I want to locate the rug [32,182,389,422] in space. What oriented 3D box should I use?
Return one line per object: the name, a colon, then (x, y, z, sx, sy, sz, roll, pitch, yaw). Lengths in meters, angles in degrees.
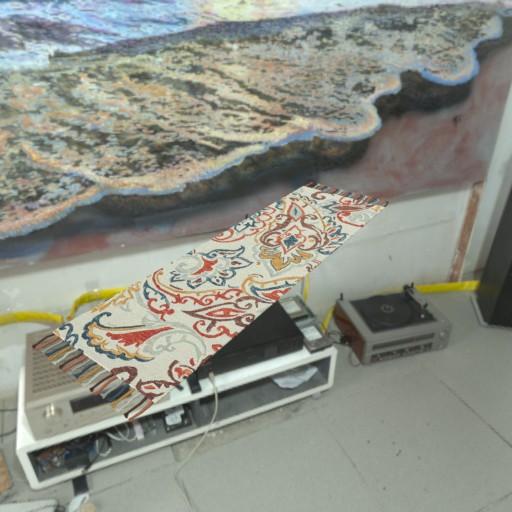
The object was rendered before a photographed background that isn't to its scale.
rug: (0.000, 0.000, 2.890, 0.763, 0.015, 2.682, 21, 36, 31)
